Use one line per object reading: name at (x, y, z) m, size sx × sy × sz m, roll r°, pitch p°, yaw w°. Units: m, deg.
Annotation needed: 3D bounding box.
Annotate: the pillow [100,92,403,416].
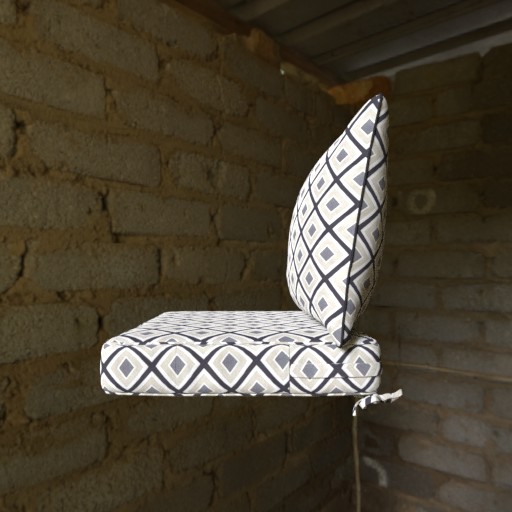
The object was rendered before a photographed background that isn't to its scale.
pillow at (0.000, 0.000, 1.357) m, size 0.733 × 0.722 × 0.798 m, roll 0°, pitch -1°, yaw 0°
